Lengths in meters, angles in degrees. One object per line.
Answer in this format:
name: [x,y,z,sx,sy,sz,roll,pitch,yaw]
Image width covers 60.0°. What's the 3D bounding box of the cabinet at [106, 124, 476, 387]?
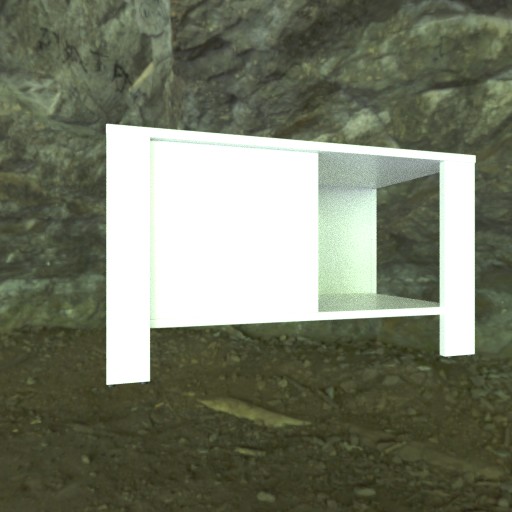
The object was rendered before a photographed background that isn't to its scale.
cabinet: [0.000,0.000,1.272,0.800,0.460,0.800,0,0,-18]
